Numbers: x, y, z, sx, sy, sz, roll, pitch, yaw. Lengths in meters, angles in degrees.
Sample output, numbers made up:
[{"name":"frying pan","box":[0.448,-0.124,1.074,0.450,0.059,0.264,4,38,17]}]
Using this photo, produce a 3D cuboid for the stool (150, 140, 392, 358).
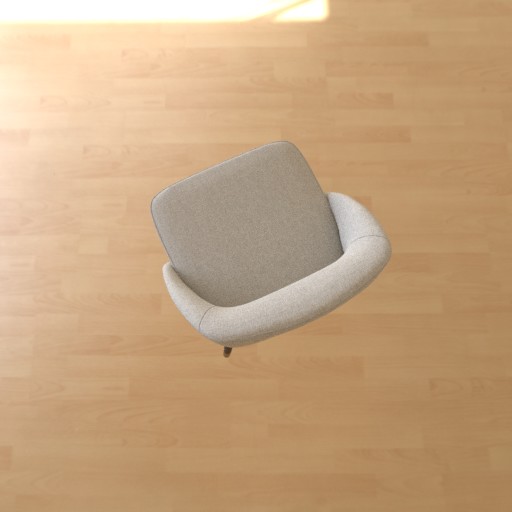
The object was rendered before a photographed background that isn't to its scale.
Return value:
[{"name":"stool","box":[0.000,0.000,1.285,0.494,0.940,0.509,-25,77,-6]}]
